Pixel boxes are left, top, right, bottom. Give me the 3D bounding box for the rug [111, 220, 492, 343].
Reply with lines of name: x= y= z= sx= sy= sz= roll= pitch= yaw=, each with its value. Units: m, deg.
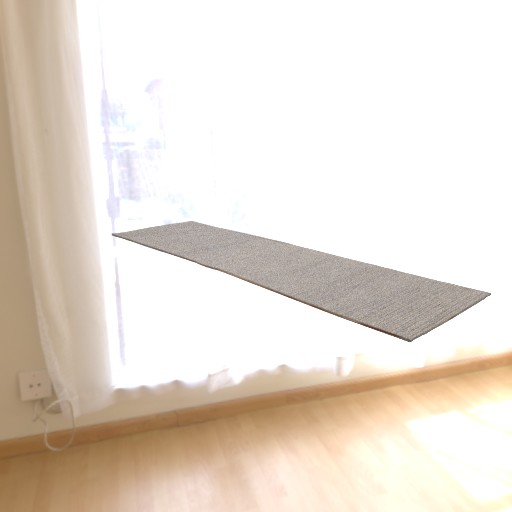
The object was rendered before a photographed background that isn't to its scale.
rug: x=0.000 y=0.000 z=2.535 sx=0.692 sy=0.032 sz=2.320 roll=-13 pitch=20 yaw=-40
